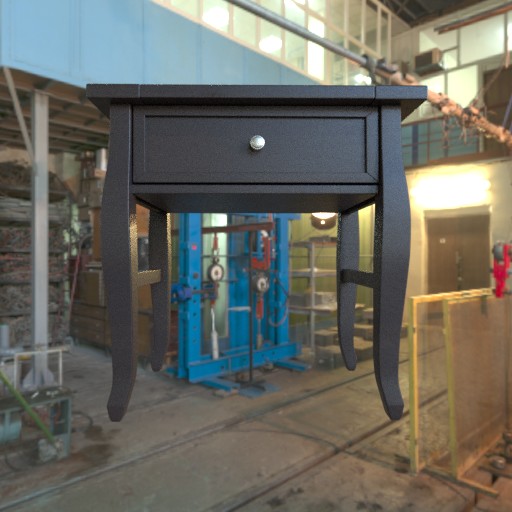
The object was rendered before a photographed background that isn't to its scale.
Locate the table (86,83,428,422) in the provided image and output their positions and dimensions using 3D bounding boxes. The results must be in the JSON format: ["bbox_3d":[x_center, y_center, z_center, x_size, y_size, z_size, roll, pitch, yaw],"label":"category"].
[{"bbox_3d":[0.000,0.000,1.009,0.602,0.605,0.460,0,0,-1],"label":"table"}]
